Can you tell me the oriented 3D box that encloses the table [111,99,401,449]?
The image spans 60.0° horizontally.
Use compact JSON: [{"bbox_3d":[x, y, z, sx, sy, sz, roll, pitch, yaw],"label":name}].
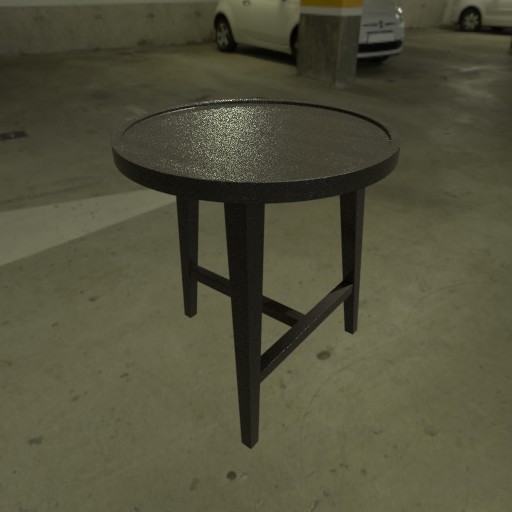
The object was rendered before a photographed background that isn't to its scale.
[{"bbox_3d":[0.000,0.000,0.929,0.500,0.531,0.500,0,31,0],"label":"table"}]
